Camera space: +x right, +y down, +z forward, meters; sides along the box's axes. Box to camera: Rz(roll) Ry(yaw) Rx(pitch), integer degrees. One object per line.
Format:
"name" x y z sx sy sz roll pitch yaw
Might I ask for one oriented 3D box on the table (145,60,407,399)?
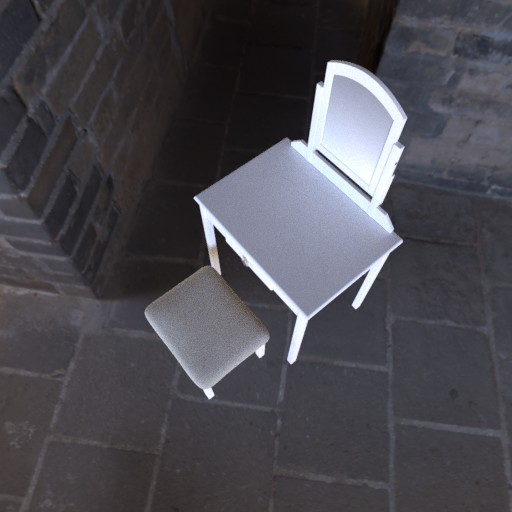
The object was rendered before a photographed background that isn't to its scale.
"table" 0.000 0.000 2.260 1.211 1.631 0.876 -36 68 -17
